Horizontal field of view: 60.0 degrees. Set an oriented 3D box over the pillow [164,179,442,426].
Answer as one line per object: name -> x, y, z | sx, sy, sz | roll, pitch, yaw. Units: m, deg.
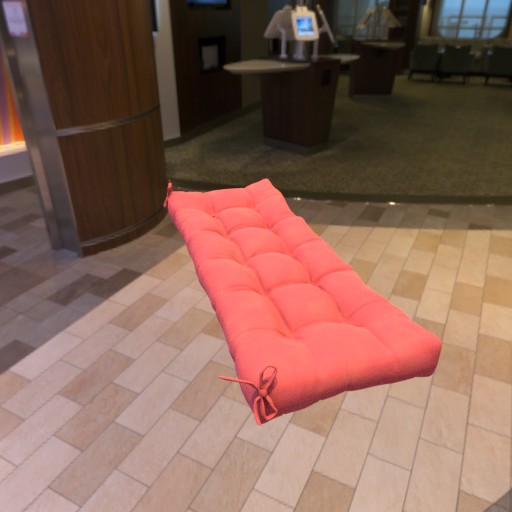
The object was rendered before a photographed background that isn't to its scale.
pillow -> 0.000, 0.000, 1.383 | 0.511, 0.174, 1.194 | -9, 31, -16
